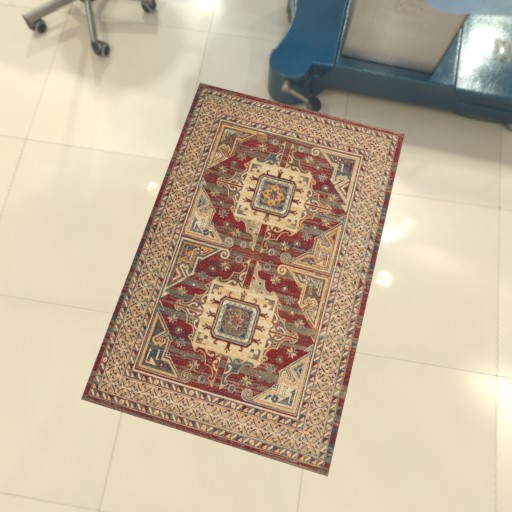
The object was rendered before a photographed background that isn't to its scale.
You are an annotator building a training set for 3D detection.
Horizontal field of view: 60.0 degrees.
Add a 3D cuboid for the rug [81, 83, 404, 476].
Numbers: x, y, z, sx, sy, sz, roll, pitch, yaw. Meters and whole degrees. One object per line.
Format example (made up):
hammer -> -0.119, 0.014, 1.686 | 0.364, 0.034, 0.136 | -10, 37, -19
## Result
rug -> 0.000, 0.000, 5.776 | 3.033, 0.033, 4.578 | 16, 75, 4
